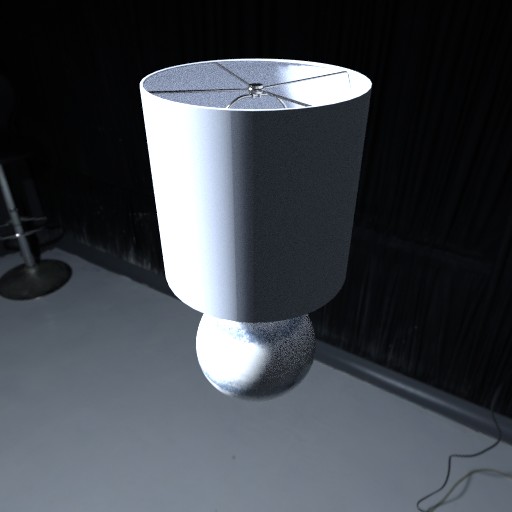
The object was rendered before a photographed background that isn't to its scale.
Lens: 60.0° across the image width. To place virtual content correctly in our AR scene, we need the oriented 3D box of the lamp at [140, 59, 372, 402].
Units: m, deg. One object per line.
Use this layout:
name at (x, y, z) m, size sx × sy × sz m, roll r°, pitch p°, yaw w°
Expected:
lamp at (0.000, 0.000, 0.534) m, size 0.216 × 0.404 × 0.216 m, roll 20°, pitch 38°, yaw 28°
